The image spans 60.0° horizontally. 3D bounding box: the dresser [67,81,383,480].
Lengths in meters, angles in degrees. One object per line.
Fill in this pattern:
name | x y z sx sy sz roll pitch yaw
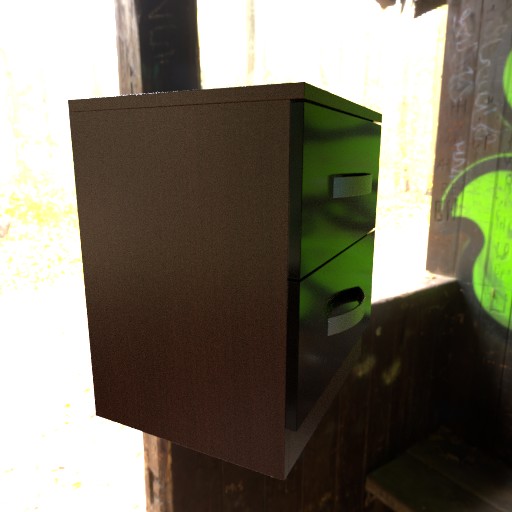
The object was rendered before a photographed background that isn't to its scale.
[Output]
dresser | 0.000 0.000 0.736 0.360 0.470 0.400 6 14 26
